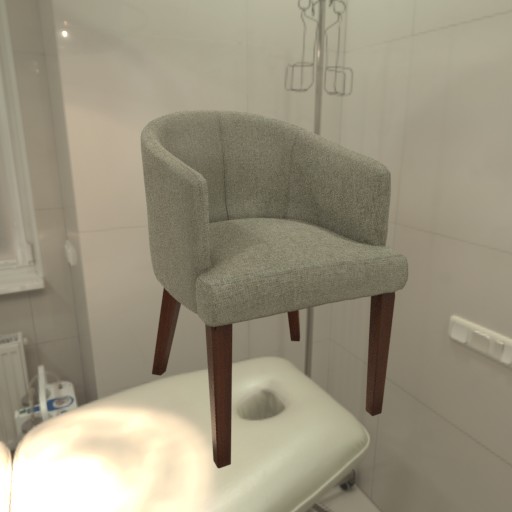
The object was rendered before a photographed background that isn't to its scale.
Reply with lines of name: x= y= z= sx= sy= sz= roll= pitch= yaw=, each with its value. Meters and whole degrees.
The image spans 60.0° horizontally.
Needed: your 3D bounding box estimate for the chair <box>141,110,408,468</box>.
chair: x=0.000 y=0.000 z=1.267 sx=0.583 sy=0.811 sz=0.655 roll=-8 pitch=18 yaw=-25
